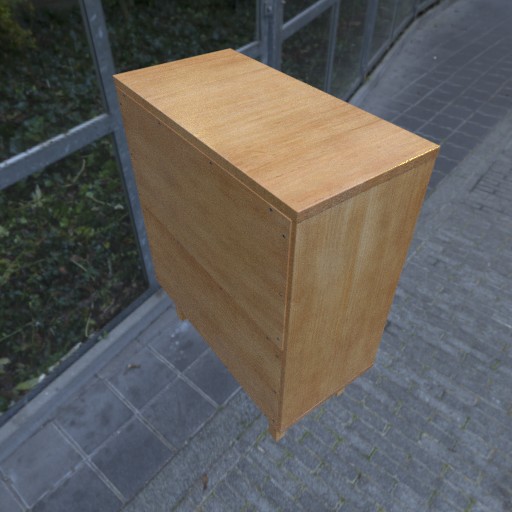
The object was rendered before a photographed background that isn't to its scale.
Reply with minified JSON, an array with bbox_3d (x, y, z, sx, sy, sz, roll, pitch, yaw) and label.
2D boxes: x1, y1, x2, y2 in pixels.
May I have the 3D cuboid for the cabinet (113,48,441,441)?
[{"bbox_3d":[0.000,0.000,1.427,0.419,1.001,0.800,-26,48,-26],"label":"cabinet"}]
